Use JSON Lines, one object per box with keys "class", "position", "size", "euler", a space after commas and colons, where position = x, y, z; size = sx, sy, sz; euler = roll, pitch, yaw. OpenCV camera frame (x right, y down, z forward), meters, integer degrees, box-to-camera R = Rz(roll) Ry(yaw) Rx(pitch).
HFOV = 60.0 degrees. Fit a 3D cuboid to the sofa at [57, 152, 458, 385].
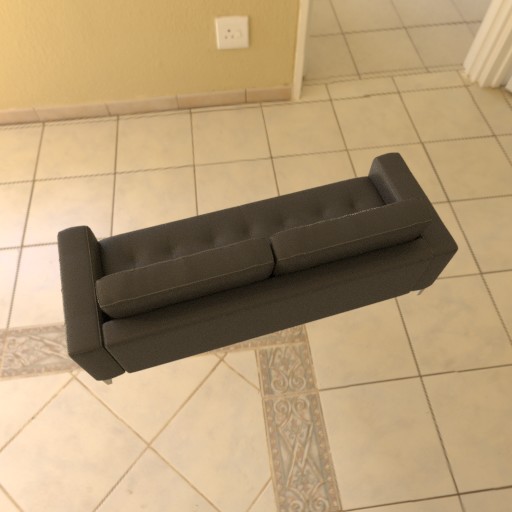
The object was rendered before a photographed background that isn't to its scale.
{"class": "sofa", "position": [0.000, 0.000, 2.771], "size": [2.275, 0.893, 0.833], "euler": [-15, 60, -8]}
